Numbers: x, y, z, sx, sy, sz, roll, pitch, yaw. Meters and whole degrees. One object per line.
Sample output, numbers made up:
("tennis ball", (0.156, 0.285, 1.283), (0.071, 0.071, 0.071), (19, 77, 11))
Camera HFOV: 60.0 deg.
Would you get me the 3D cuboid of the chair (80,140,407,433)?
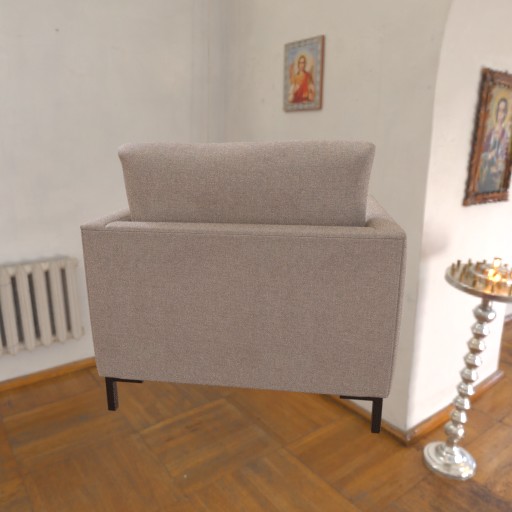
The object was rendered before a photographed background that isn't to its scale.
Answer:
("chair", (0.000, 0.000, 1.692), (0.963, 0.861, 0.866), (2, 15, 8))
